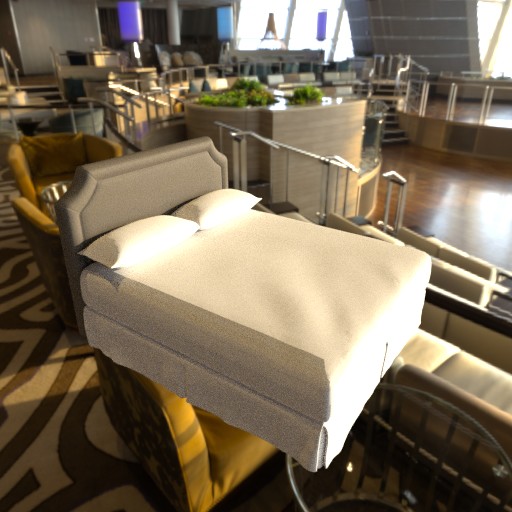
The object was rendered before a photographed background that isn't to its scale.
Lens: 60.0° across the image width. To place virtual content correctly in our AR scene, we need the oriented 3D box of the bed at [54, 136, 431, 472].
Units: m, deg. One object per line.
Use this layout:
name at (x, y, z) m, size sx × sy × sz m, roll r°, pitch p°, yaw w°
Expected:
bed at (0.000, 0.000, 3.885) m, size 2.536 × 1.561 × 2.194 m, roll 17°, pitch 31°, yaw 31°
